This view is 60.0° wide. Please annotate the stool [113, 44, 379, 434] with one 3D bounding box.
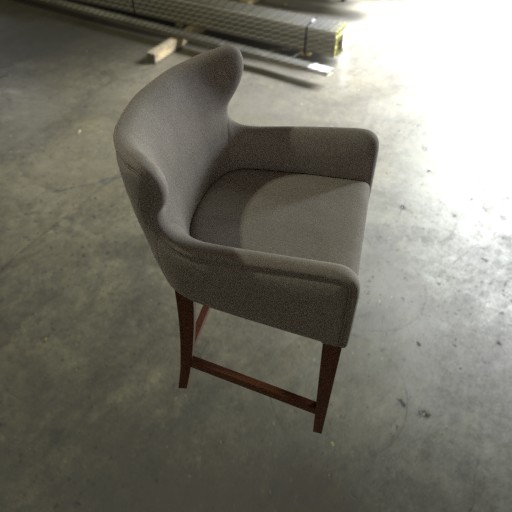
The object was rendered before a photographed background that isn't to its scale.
[{"bbox_3d":[0.000,0.000,1.276,0.575,0.951,0.575,11,48,10],"label":"stool"}]
